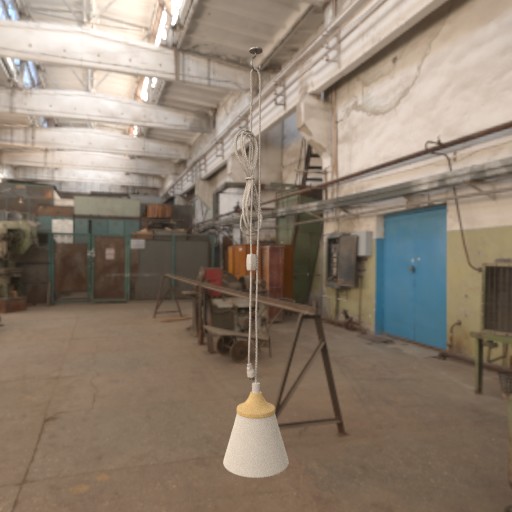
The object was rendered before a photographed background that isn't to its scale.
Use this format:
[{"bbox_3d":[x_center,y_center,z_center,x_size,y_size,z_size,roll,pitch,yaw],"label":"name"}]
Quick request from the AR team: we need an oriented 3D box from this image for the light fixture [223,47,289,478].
[{"bbox_3d":[0.000,0.000,1.041,0.153,0.966,0.153,0,0,-17],"label":"light fixture"}]
